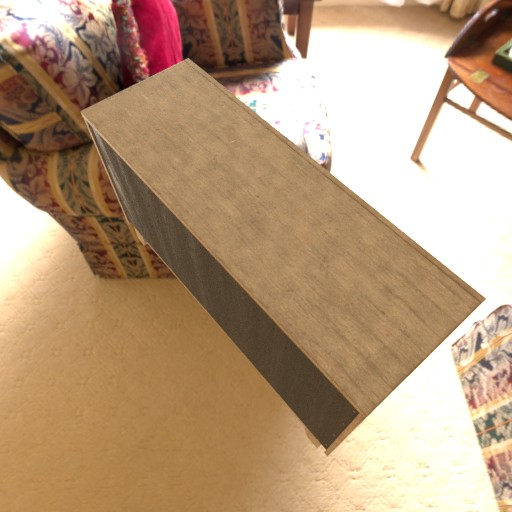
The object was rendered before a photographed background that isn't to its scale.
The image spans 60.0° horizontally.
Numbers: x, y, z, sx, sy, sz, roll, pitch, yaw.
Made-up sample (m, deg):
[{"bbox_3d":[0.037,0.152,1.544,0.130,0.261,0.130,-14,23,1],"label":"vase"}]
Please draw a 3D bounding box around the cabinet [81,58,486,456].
[{"bbox_3d":[0.000,0.000,1.829,0.511,0.825,1.460,-36,65,-20],"label":"cabinet"}]
